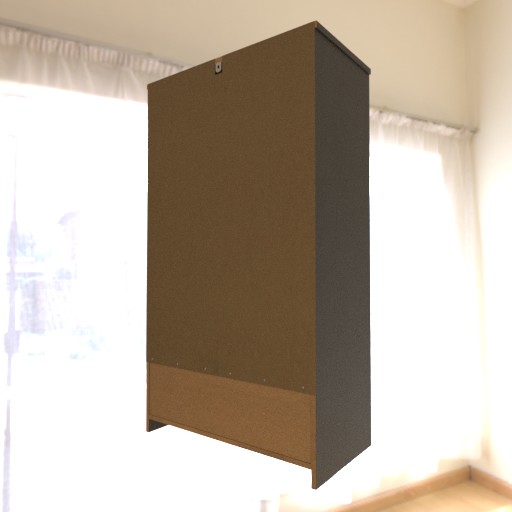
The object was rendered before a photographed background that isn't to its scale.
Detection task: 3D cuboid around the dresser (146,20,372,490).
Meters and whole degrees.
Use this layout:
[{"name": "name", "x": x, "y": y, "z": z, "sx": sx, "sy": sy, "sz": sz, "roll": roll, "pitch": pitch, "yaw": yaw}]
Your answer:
[{"name": "dresser", "x": 0.000, "y": 0.000, "z": 1.548, "sx": 0.704, "sy": 1.255, "sz": 0.399, "roll": -1, "pitch": -2, "yaw": 37}]
